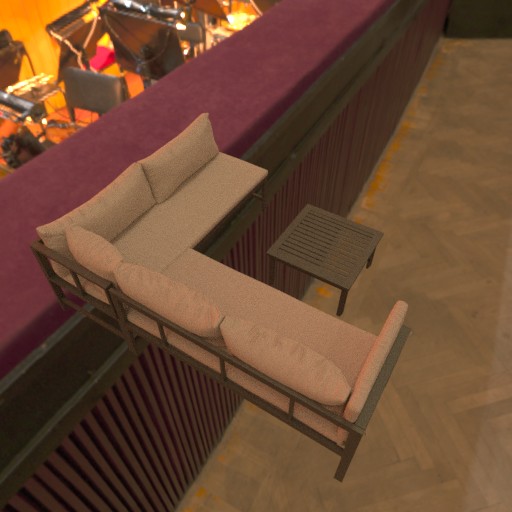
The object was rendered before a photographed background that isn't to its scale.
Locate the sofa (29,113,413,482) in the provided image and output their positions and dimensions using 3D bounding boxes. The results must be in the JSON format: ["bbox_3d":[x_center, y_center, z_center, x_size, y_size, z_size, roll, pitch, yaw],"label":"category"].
[{"bbox_3d":[0.000,0.000,2.872,2.096,0.758,1.658,24,51,21],"label":"sofa"}]
